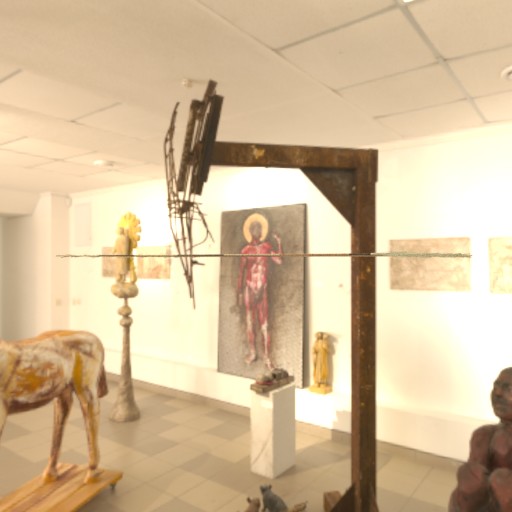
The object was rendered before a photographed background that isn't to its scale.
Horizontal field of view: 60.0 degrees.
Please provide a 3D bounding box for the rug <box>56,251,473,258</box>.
[{"bbox_3d":[0.000,0.000,2.476,2.021,0.027,1.224,0,0,36],"label":"rug"}]
